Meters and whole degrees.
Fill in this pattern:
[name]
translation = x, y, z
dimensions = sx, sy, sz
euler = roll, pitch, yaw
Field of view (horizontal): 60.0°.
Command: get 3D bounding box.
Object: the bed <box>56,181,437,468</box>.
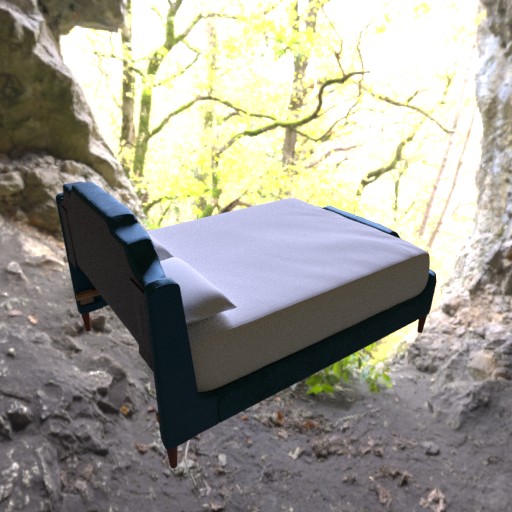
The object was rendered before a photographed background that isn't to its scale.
[bed]
translation = 0.000, 0.000, 3.326
dimensions = 2.322, 1.338, 1.678
euler = -17, 30, -31
